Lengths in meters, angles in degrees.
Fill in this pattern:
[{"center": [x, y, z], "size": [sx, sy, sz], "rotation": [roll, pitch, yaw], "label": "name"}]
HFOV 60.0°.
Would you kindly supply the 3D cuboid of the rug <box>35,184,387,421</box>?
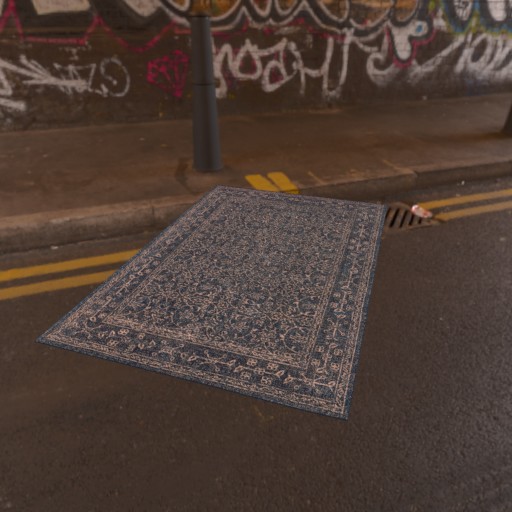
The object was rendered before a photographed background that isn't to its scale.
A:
[{"center": [0.000, 0.000, 2.294], "size": [1.200, 0.005, 1.819], "rotation": [9, 31, 16], "label": "rug"}]
